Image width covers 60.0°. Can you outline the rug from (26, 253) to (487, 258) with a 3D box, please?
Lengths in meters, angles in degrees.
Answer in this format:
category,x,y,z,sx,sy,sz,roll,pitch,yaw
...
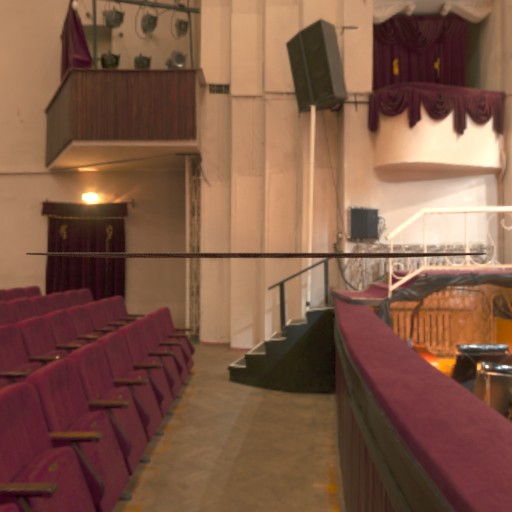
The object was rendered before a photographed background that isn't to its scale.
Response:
category,x,y,z,sx,sy,sz,roll,pitch,yaw
rug,0.000,0.000,3.146,2.476,0.011,1.554,0,-1,-1
